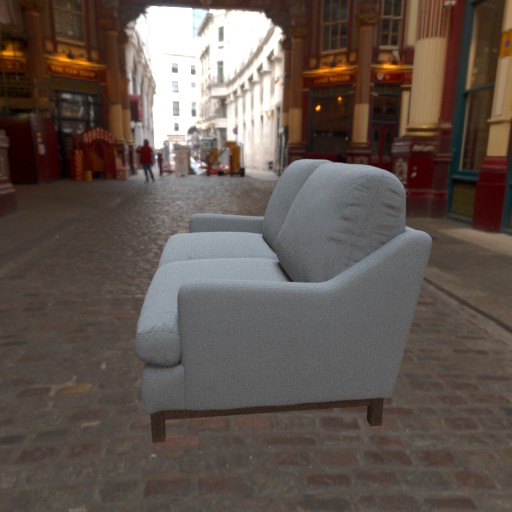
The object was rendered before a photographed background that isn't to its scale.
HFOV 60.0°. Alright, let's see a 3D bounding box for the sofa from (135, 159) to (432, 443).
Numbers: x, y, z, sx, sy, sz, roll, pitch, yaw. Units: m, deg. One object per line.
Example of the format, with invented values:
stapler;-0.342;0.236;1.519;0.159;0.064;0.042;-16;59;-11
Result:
sofa;0.000;0.000;2.186;0.987;0.921;1.589;-2;14;-7
